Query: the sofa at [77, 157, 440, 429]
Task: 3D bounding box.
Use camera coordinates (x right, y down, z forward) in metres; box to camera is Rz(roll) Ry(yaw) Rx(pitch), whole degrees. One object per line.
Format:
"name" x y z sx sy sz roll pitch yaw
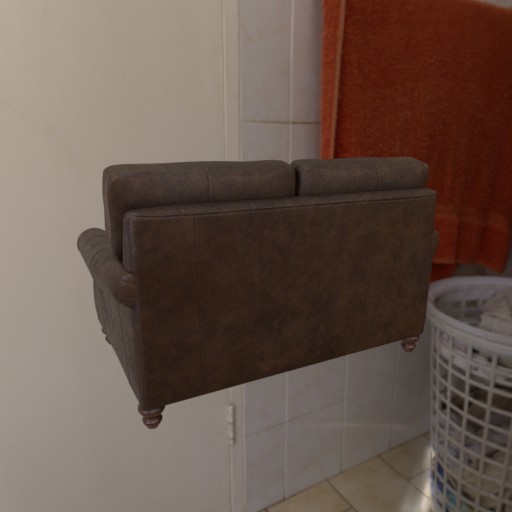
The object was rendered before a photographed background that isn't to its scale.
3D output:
"sofa" 0.000 0.000 2.232 1.616 0.976 0.990 -8 17 -27
